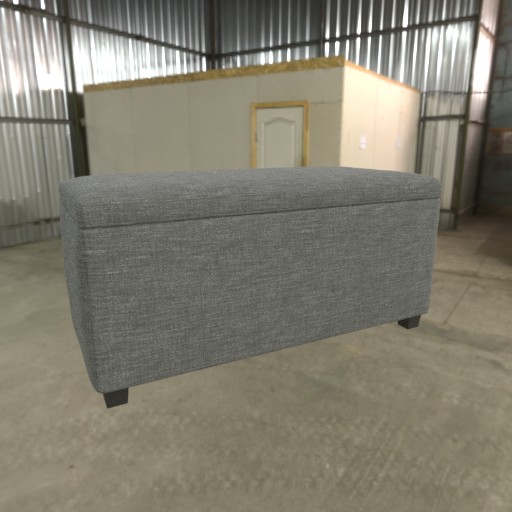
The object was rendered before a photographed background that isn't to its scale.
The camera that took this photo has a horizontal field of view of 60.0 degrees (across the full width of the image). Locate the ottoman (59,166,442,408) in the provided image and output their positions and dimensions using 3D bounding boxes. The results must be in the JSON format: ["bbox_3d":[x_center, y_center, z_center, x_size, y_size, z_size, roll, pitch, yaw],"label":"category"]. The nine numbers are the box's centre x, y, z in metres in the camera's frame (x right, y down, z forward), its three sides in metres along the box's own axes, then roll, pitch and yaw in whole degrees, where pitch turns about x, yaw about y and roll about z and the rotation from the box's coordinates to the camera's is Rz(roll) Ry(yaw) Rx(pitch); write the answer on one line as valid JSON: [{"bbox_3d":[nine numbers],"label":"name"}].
[{"bbox_3d":[0.000,0.000,1.152,0.902,0.432,0.419,-8,17,-26],"label":"ottoman"}]
